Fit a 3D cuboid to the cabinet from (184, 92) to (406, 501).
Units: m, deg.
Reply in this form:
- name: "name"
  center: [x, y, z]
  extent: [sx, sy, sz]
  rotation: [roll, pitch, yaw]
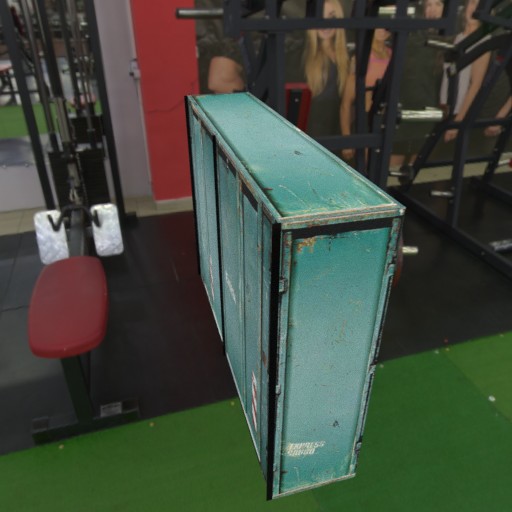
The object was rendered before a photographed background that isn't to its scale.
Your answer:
- name: "cabinet"
  center: [0.000, 0.000, 3.866]
  extent: [0.680, 2.160, 3.001]
  rotation: [-8, 32, -13]
